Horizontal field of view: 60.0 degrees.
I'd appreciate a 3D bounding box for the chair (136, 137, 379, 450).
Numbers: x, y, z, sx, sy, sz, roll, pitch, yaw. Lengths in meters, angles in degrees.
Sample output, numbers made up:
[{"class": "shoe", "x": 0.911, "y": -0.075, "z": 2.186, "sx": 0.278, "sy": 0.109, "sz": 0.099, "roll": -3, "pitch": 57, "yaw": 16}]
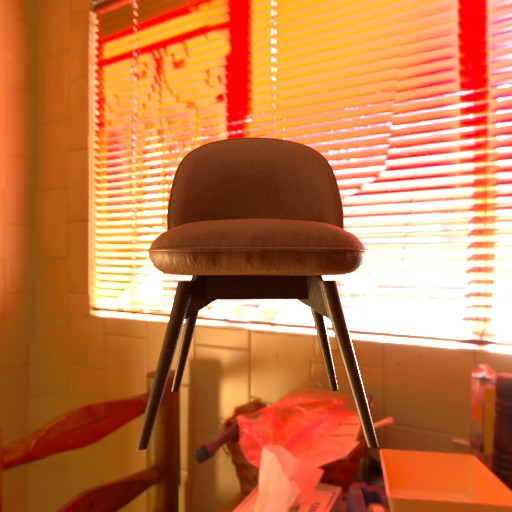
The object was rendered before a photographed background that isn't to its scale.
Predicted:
[{"class": "chair", "x": 0.000, "y": 0.000, "z": 1.214, "sx": 0.521, "sy": 0.831, "sz": 0.631, "roll": 0, "pitch": -1, "yaw": -1}]
